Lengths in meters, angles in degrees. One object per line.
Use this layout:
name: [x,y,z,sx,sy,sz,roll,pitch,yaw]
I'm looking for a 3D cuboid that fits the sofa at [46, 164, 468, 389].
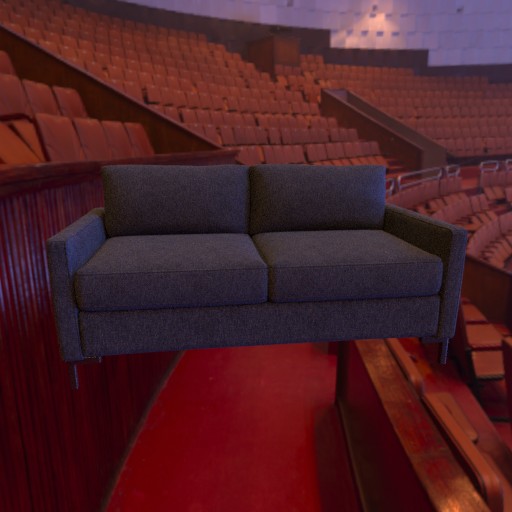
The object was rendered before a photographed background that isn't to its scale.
sofa: [0.000,0.000,2.185,1.716,0.862,0.866,-2,15,-7]
